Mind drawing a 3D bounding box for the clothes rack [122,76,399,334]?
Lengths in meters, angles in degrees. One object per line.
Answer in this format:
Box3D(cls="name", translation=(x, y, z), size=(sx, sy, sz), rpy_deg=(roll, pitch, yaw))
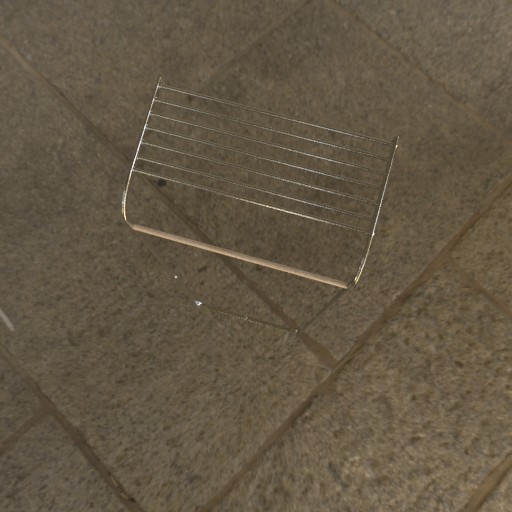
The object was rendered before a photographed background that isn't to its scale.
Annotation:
Box3D(cls="clothes rack", translation=(0.000, 0.000, 1.786), size=(0.609, 1.574, 0.349), rpy_deg=(15, 76, 4))
